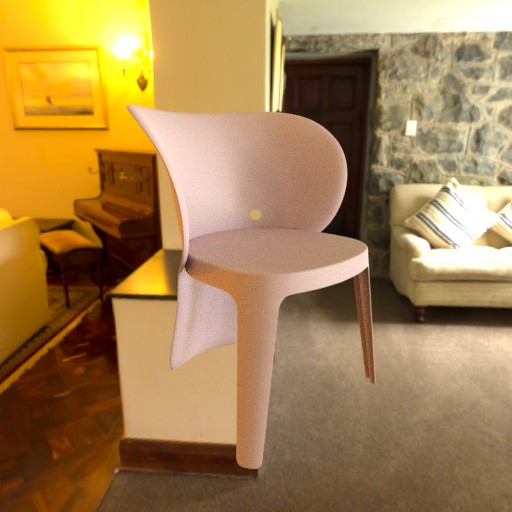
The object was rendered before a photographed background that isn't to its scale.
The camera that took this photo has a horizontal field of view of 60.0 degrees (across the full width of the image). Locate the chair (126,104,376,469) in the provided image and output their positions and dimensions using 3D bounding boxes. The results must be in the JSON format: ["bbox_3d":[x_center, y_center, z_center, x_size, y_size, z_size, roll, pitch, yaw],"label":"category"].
[{"bbox_3d":[0.000,0.000,0.859,0.451,0.554,0.402,-15,21,-43],"label":"chair"}]
